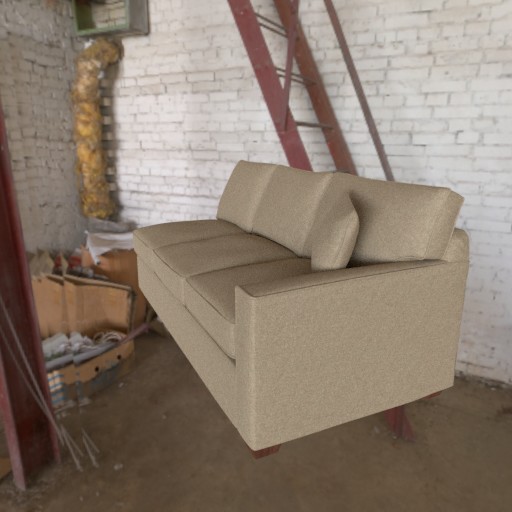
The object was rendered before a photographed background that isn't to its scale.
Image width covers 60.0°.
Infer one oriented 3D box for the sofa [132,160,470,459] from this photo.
[{"bbox_3d":[0.000,0.000,2.486,1.034,0.946,1.963,-7,17,-25],"label":"sofa"}]
